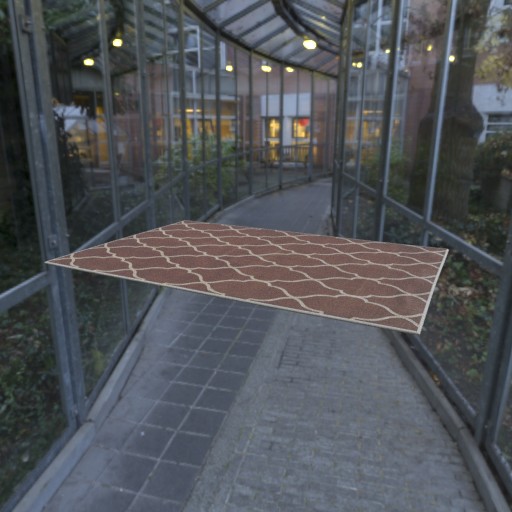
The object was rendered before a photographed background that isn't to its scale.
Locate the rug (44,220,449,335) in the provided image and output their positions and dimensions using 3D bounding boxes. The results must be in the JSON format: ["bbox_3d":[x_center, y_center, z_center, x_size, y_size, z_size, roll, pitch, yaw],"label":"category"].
[{"bbox_3d":[0.000,0.000,2.989,2.294,0.014,1.528,8,18,26],"label":"rug"}]
